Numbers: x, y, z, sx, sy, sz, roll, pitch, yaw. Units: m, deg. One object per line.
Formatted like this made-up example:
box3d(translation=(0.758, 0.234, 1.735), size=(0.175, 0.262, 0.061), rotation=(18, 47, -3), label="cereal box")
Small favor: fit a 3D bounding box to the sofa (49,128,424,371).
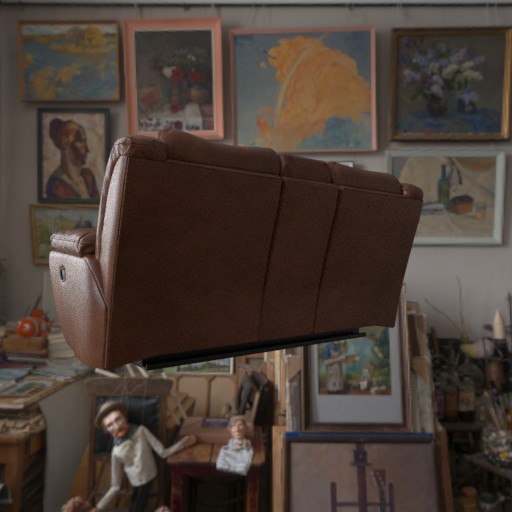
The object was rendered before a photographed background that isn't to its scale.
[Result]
box3d(translation=(0.000, 0.000, 2.584), size=(2.058, 1.043, 0.991), rotation=(1, -1, -37), label="sofa")
